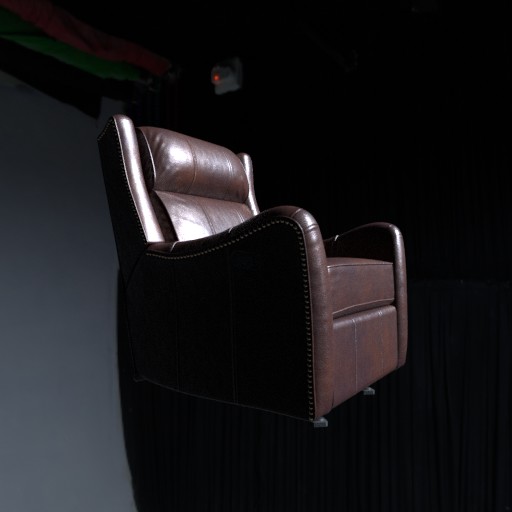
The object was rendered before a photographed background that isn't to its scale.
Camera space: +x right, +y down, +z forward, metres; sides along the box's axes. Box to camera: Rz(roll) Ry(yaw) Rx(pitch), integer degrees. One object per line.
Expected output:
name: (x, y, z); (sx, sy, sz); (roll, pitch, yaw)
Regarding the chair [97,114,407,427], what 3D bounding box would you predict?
chair: (0.000, 0.000, 1.811); (1.008, 1.084, 0.869); (0, 0, 36)
